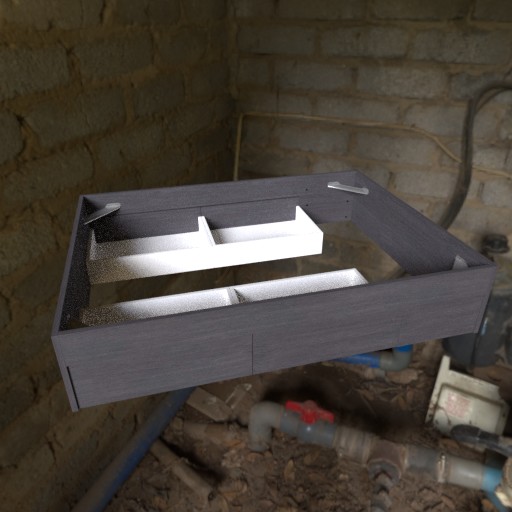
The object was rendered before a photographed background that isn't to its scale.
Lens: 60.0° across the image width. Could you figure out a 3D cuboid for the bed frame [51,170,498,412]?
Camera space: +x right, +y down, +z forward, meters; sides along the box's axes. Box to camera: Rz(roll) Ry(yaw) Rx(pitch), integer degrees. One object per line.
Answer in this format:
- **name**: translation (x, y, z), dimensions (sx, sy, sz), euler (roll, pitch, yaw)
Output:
- **bed frame**: translation (0.000, 0.000, 2.546), dimensions (1.944, 0.459, 1.448), euler (-8, 30, -13)
